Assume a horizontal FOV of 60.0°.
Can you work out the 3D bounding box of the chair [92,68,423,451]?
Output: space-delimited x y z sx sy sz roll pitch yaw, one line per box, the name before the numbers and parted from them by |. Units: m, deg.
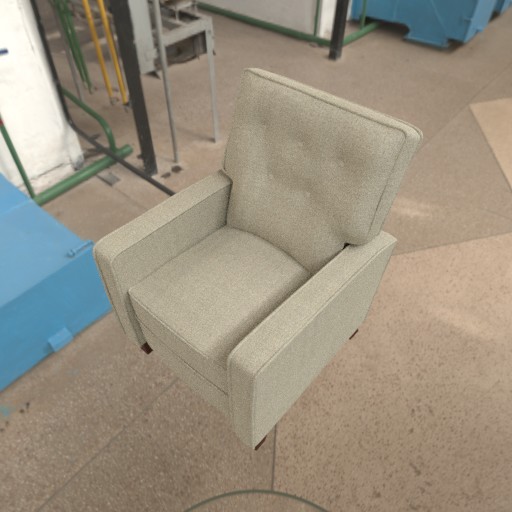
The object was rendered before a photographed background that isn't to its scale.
chair | 0.000 0.000 1.413 0.648 0.888 0.754 32 54 27
